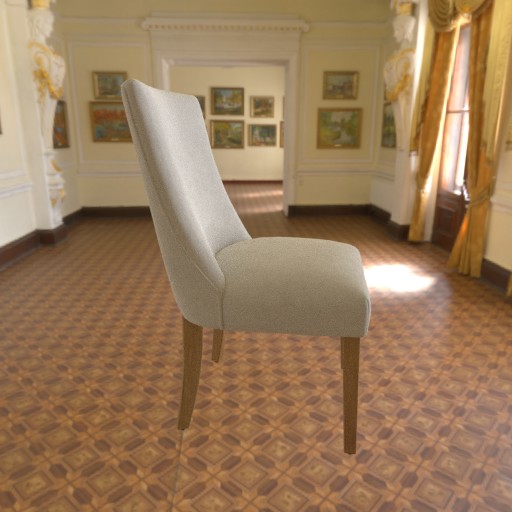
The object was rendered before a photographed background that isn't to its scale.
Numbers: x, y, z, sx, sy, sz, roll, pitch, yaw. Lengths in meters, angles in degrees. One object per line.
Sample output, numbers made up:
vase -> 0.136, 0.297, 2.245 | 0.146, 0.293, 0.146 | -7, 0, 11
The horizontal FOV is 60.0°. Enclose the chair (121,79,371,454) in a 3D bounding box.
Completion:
chair -> 0.000, 0.000, 1.256 | 0.610, 0.902, 0.495 | 3, 16, 9
